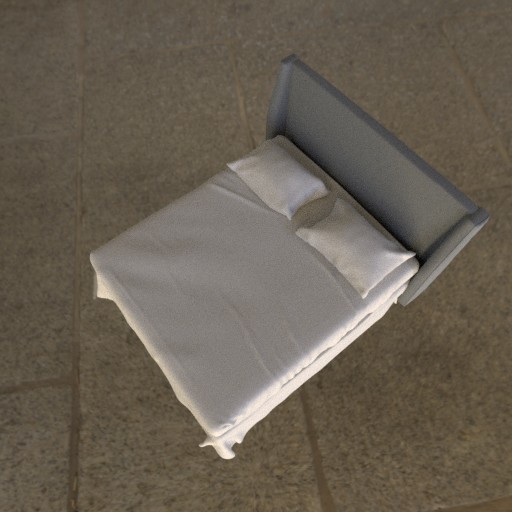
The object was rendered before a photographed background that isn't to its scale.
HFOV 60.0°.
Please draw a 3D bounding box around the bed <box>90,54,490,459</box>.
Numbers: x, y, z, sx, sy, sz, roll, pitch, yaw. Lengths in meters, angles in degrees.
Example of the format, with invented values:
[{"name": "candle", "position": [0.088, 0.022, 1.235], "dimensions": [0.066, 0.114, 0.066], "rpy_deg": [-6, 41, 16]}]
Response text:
[{"name": "bed", "position": [0.000, 0.000, 3.359], "dimensions": [2.276, 1.332, 1.925], "rpy_deg": [-35, 68, -16]}]
